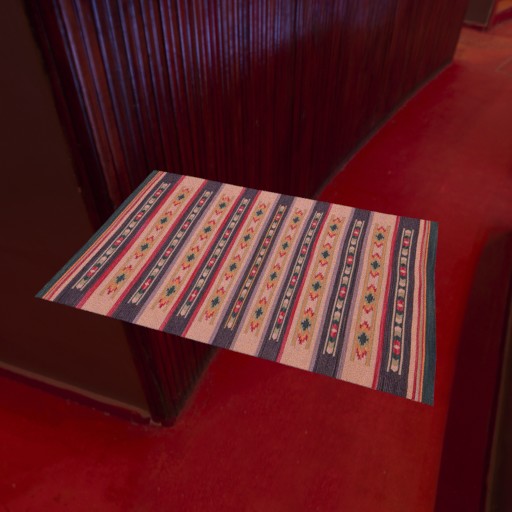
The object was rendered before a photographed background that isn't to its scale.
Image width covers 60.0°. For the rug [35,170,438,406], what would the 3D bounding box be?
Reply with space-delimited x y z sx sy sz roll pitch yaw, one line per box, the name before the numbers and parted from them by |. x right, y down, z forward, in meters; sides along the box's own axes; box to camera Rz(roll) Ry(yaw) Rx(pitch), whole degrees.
rug | 0.000 0.000 2.942 2.311 0.010 1.522 12 44 13
